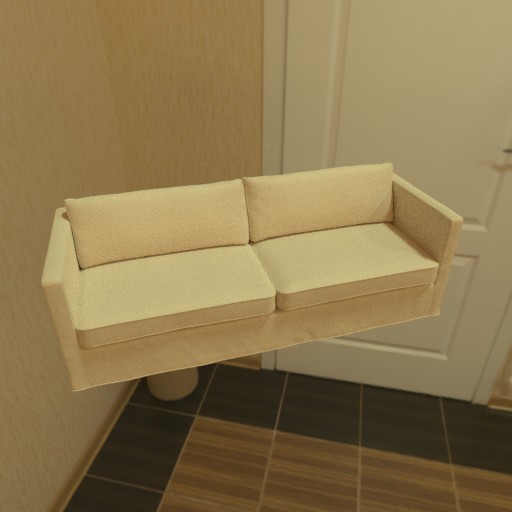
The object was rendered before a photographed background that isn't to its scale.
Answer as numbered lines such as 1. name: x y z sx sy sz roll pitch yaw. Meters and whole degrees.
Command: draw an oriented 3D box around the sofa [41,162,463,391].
1. sofa: 0.000 0.000 3.315 2.779 0.999 1.036 -9 33 -14
